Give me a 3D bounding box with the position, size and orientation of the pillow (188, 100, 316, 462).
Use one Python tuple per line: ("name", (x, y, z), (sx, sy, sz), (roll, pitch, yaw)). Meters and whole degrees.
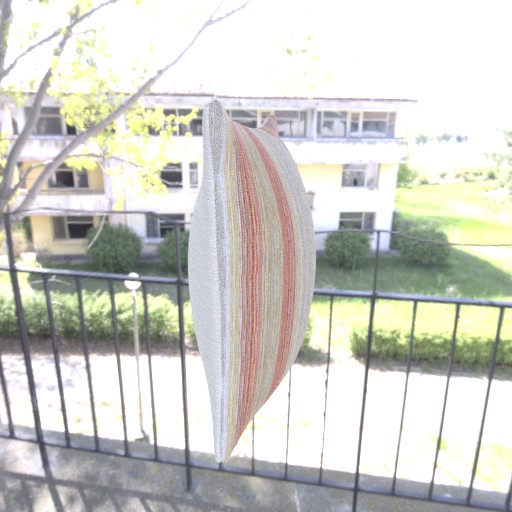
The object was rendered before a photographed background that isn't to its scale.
("pillow", (0.000, 0.000, 0.710), (0.191, 0.449, 0.451), (3, 16, 9))
